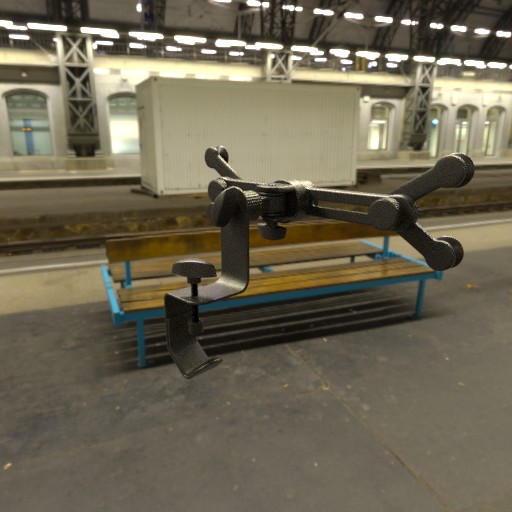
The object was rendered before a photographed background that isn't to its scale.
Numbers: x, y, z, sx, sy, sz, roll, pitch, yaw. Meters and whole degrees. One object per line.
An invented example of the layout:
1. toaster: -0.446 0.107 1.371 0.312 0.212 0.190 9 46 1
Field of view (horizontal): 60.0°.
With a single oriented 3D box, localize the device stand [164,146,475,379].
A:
1. device stand: 0.000 0.000 0.358 0.142 0.166 0.270 -15 21 -43
